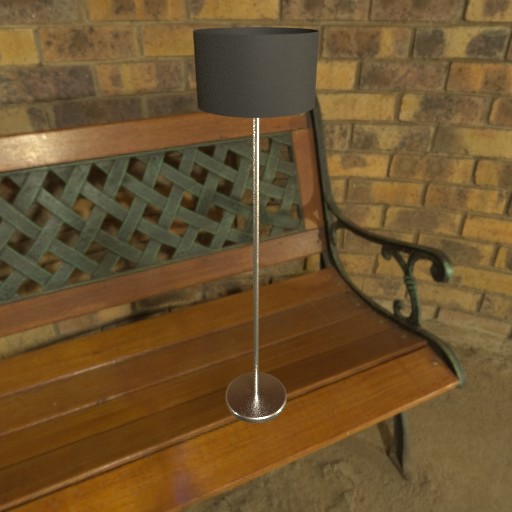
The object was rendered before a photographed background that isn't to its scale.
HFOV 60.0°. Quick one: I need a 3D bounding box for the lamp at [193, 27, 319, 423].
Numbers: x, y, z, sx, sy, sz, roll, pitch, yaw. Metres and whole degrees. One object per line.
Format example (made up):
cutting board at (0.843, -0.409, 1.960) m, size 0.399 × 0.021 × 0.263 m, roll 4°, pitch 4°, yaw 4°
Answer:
lamp at (0.000, 0.000, 1.589) m, size 0.348 × 1.443 × 0.348 m, roll 18°, pitch 35°, yaw 28°
